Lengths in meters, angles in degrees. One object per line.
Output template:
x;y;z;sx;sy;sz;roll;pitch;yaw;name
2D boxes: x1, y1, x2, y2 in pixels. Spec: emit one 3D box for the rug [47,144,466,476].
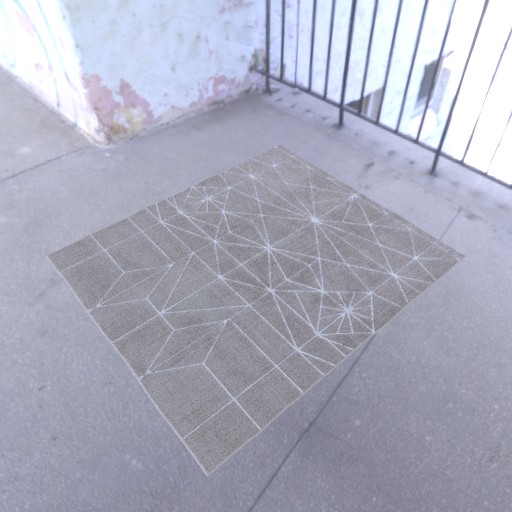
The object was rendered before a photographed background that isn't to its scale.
0.000;0.000;0.886;0.639;0.006;0.548;-31;53;-27;rug
